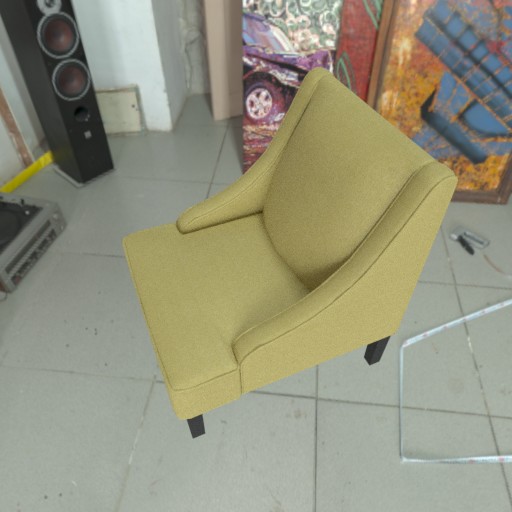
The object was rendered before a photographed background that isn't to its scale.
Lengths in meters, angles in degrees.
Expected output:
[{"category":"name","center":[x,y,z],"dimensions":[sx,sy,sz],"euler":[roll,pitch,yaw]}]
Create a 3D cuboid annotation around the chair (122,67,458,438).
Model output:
[{"category":"chair","center":[0.000,0.000,1.500],"dimensions":[0.814,0.896,0.696],"euler":[-17,49,-16]}]
